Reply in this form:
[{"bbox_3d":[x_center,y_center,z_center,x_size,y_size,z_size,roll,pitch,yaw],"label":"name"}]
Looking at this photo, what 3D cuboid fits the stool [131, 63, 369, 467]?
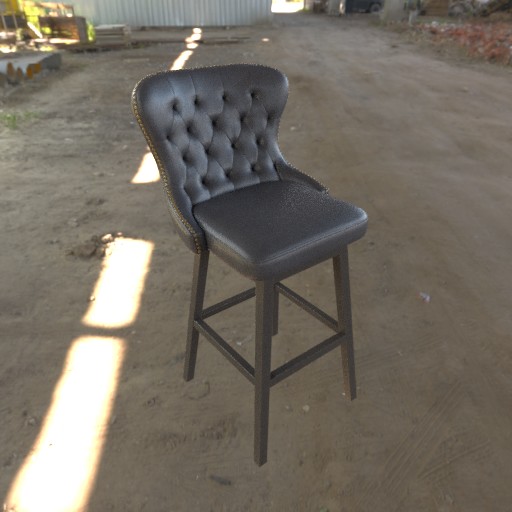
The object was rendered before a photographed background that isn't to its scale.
[{"bbox_3d":[0.000,0.000,1.396,0.528,1.050,0.601,-22,37,-32],"label":"stool"}]
